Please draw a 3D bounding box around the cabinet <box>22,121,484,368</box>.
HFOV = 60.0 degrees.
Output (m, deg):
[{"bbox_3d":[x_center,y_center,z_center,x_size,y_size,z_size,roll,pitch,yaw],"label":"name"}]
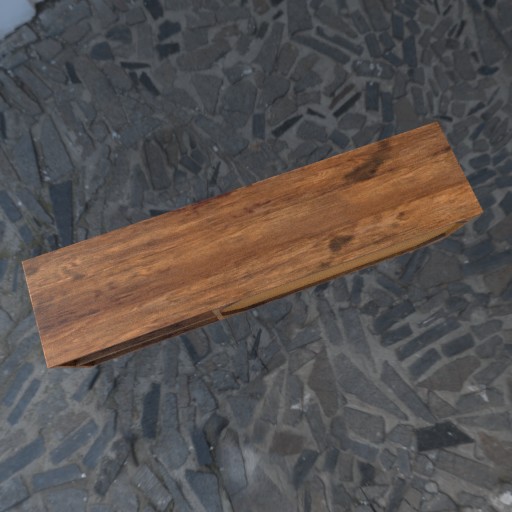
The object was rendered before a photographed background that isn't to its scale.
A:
[{"bbox_3d":[0.000,0.000,1.677,1.448,0.528,0.349,-19,77,-5],"label":"cabinet"}]
